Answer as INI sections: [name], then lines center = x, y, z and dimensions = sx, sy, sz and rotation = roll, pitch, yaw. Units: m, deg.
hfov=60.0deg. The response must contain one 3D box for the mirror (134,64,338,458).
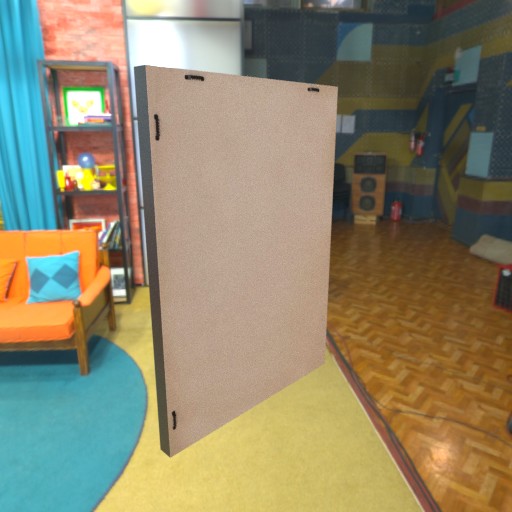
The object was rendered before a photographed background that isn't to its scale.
[mirror]
center = 0.000, 0.000, 0.950
dimensions = 0.039, 0.710, 0.507
rotation = 15, 22, 42
